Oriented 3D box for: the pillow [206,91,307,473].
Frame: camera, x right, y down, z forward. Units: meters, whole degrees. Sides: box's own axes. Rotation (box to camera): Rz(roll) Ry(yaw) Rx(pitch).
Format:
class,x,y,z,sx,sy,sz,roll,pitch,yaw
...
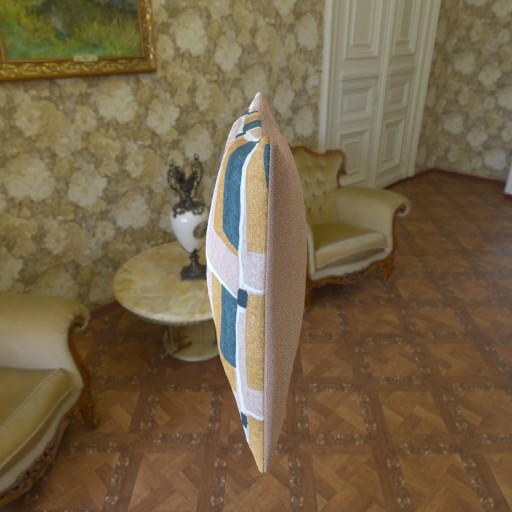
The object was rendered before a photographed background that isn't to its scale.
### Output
class,x,y,z,sx,sy,sz,roll,pitch,yaw
pillow,0.000,0.000,0.746,0.158,0.479,0.478,0,26,0
